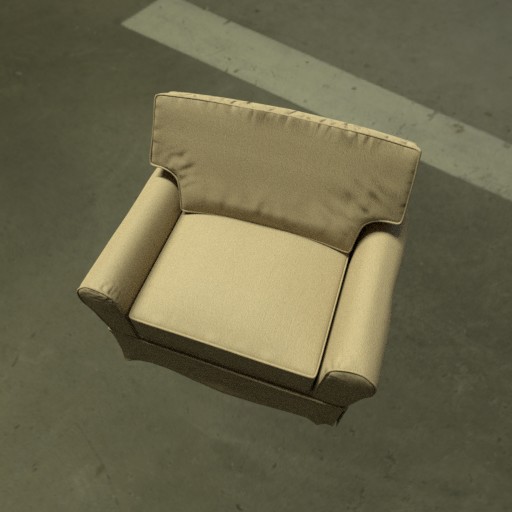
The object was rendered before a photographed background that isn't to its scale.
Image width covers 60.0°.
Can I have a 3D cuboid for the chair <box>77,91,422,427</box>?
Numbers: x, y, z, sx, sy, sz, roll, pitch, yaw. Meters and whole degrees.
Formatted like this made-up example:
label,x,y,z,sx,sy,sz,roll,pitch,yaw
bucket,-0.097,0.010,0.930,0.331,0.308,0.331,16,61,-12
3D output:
label,x,y,z,sx,sy,sz,roll,pitch,yaw
chair,0.000,0.000,1.769,1.096,0.937,0.903,16,59,10
